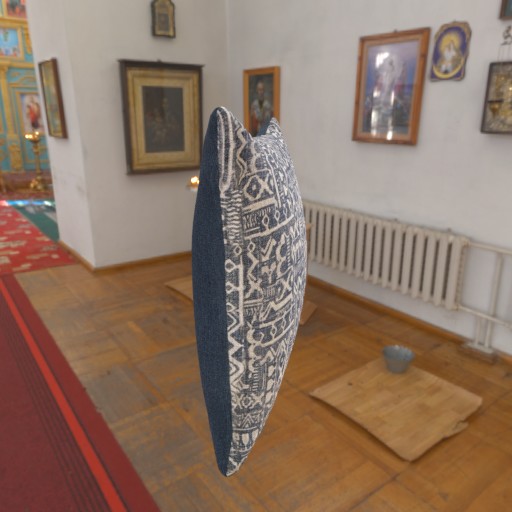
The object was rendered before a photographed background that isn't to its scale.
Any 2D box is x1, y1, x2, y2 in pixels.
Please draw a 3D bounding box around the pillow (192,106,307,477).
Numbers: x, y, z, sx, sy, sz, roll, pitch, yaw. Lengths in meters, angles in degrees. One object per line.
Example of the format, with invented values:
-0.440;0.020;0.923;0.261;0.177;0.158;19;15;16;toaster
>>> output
0.000;0.000;0.793;0.180;0.487;0.546;2;16;8;pillow
